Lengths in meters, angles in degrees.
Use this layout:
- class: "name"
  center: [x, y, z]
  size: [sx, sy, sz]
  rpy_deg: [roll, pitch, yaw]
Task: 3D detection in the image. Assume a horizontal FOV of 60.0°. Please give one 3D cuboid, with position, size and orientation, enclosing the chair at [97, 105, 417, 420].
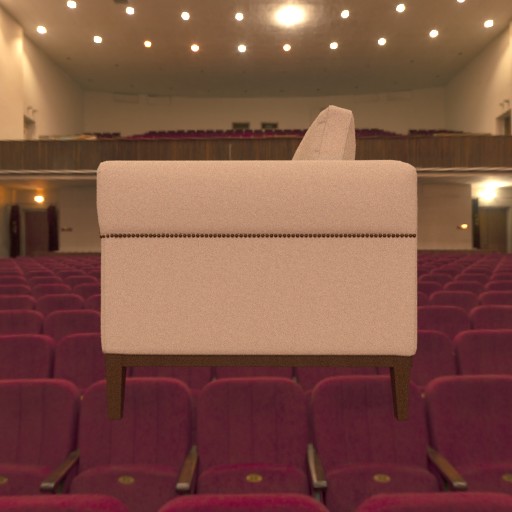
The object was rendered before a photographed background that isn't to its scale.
- class: "chair"
  center: [0.000, 0.000, 1.680]
  size: [0.896, 0.915, 0.982]
  rpy_deg: [0, 0, 0]
